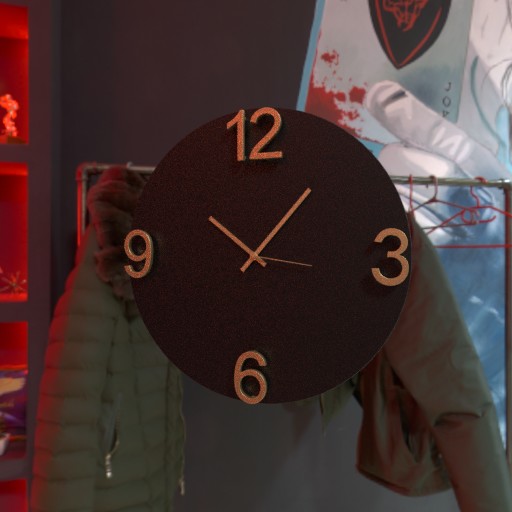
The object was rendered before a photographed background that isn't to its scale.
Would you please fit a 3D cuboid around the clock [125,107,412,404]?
[{"bbox_3d":[0.000,0.000,0.683,0.454,0.454,0.038,0,0,18],"label":"clock"}]
